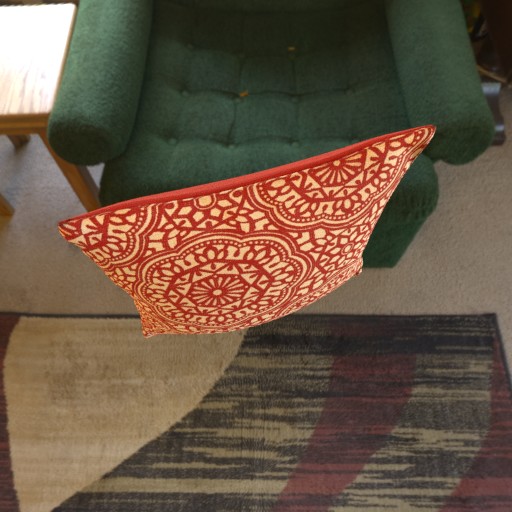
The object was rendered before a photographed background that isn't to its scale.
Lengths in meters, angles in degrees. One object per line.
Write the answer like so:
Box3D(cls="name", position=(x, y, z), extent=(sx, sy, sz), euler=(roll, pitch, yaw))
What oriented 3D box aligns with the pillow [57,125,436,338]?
Box3D(cls="pillow", position=(0.000, 0.000, 0.672), extent=(0.438, 0.419, 0.162), euler=(-16, 65, -8))
